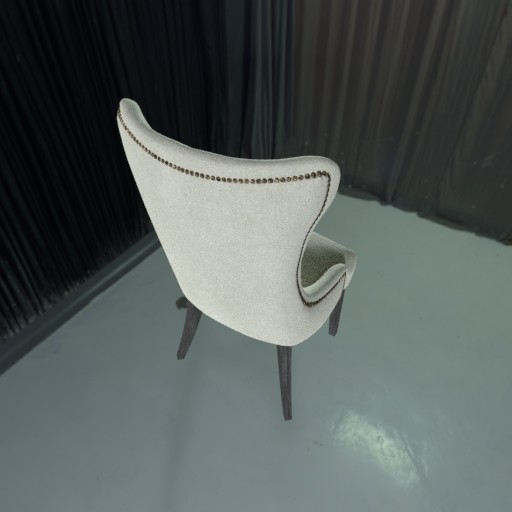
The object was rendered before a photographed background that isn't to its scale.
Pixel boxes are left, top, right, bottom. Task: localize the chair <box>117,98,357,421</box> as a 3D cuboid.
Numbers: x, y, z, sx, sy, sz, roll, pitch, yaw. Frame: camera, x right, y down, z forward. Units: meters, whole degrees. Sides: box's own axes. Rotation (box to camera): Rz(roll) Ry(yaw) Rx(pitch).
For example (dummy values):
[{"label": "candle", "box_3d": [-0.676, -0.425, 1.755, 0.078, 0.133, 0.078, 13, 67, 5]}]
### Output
[{"label": "chair", "box_3d": [0.000, 0.000, 1.436, 0.584, 1.065, 0.590, 23, 48, 22]}]
